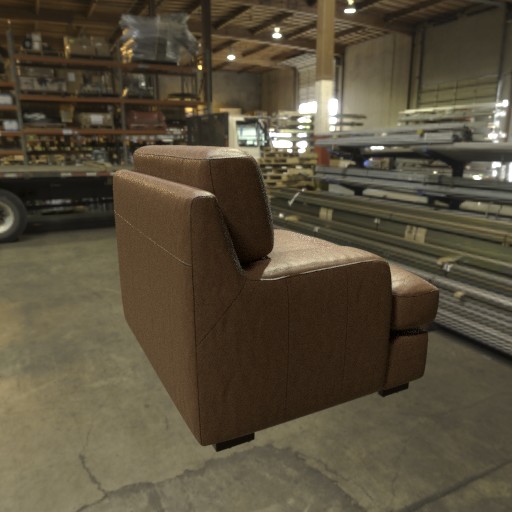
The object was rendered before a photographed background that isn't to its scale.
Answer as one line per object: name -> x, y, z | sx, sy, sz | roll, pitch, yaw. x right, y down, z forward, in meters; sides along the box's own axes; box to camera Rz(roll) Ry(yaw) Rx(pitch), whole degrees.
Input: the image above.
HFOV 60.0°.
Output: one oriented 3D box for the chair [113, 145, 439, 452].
chair -> 0.000, 0.000, 2.013 | 1.050, 0.978, 1.276 | -7, 16, -26
